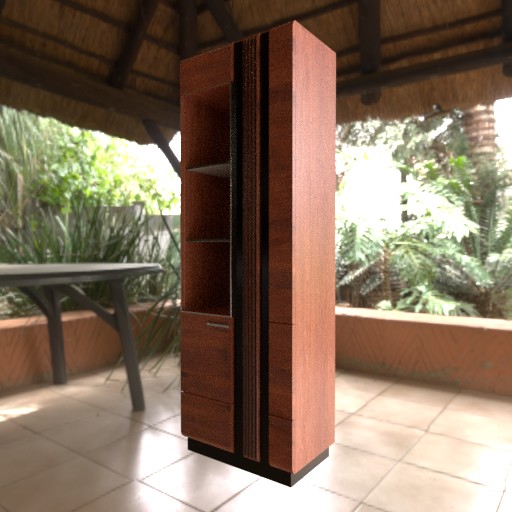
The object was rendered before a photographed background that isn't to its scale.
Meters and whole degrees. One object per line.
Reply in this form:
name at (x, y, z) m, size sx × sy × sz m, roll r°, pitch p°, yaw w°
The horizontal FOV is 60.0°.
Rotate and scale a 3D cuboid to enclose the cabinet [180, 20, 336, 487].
cabinet at (0.000, 0.000, 2.203) m, size 0.660 × 1.980 × 0.420 m, roll 1°, pitch 1°, yaw 36°
